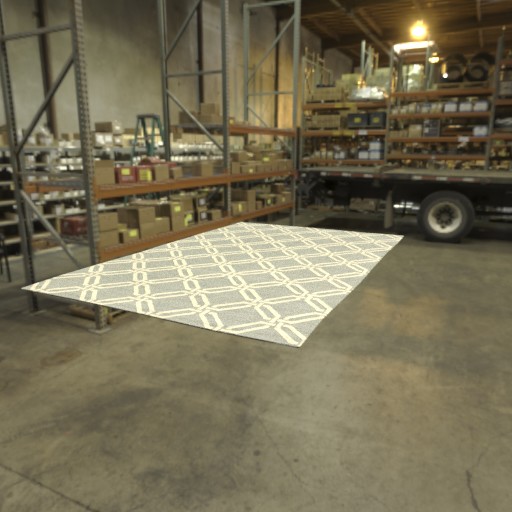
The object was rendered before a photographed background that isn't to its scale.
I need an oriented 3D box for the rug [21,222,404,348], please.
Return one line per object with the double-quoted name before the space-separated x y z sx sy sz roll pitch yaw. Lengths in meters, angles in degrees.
"rug" 0.000 0.000 2.194 1.148 0.010 1.754 7 15 26
